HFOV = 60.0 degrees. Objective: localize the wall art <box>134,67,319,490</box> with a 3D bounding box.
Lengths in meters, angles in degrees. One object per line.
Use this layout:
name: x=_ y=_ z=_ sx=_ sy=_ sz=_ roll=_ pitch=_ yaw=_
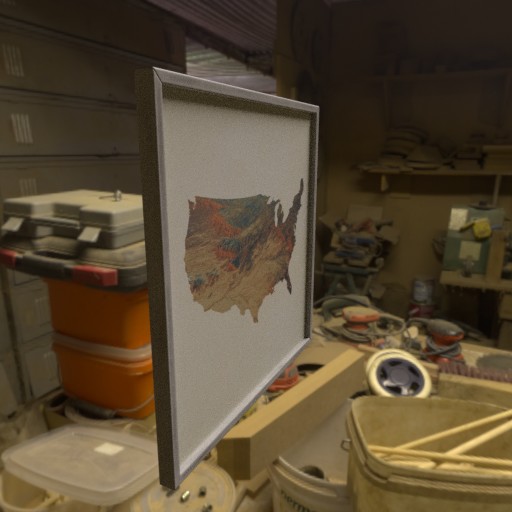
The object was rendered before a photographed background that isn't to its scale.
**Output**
wall art: x=0.000 y=0.000 z=0.437 sx=0.015 sy=0.303 sz=0.303 roll=7 pitch=15 yaw=26
